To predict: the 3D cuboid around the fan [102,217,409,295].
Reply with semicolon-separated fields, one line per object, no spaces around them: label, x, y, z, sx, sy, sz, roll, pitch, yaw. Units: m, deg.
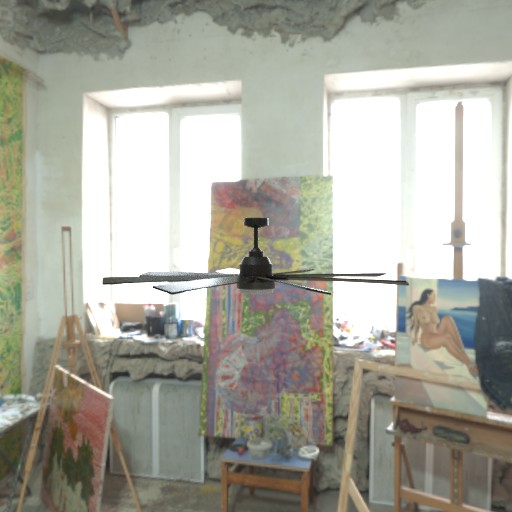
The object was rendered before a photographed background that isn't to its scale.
fan;0.000;0.000;2.790;1.830;0.472;1.830;0;1;-18
